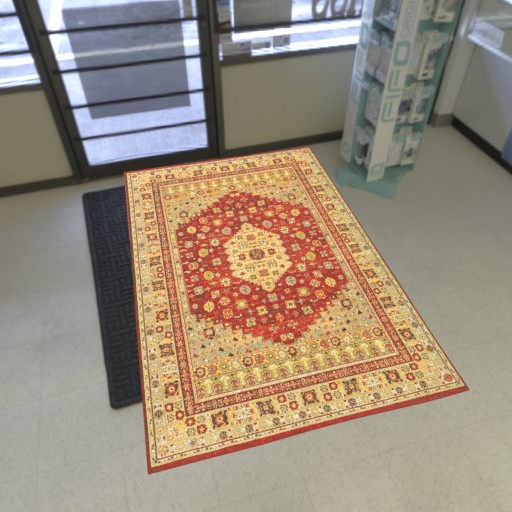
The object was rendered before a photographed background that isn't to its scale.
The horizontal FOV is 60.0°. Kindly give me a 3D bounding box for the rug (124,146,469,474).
[{"bbox_3d":[0.000,0.000,2.178,1.194,0.013,1.802,-10,45,-10],"label":"rug"}]
